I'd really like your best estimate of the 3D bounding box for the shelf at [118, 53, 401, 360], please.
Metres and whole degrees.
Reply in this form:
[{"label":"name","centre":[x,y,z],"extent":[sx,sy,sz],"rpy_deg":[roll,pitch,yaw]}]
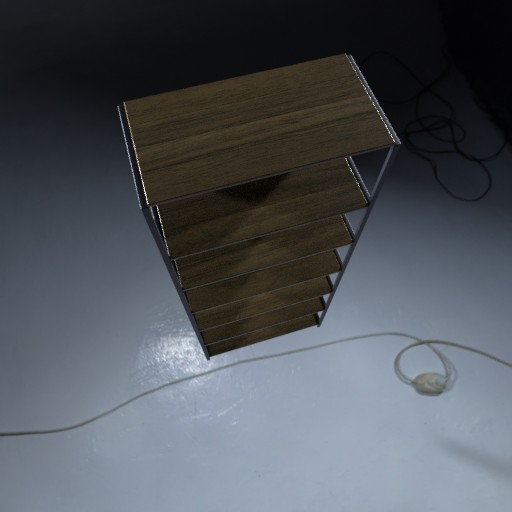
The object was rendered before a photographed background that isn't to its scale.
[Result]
[{"label":"shelf","centre":[0.000,0.000,2.357],"extent":[0.847,2.015,0.431],"rpy_deg":[-15,65,-7]}]
